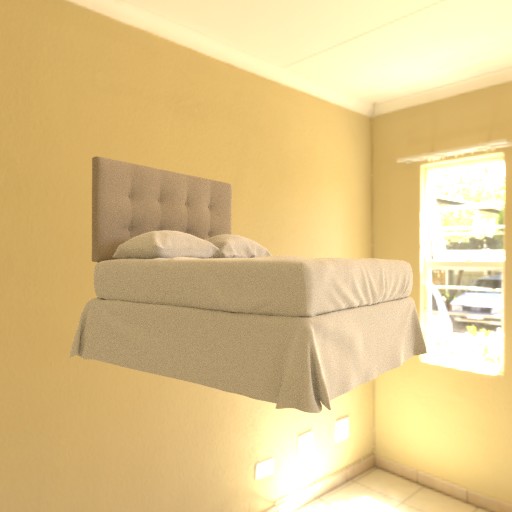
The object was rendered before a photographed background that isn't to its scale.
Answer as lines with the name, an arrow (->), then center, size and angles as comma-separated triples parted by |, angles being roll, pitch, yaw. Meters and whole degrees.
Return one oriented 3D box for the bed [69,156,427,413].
bed -> 0.000, 0.000, 3.525 | 2.222, 1.577, 1.936 | 0, -1, 38
